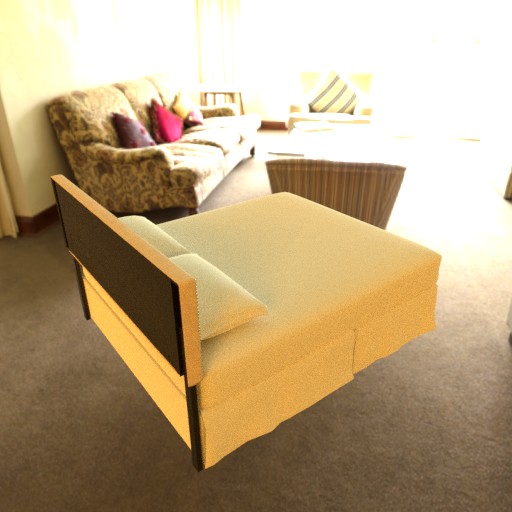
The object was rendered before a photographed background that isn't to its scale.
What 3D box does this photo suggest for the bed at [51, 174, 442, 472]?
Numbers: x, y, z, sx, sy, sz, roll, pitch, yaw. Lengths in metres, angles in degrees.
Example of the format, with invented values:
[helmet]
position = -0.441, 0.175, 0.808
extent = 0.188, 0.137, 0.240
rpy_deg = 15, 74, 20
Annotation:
[bed]
position = 0.000, 0.000, 2.820
extent = 1.876, 1.016, 1.616
rpy_deg = -20, 33, -33
